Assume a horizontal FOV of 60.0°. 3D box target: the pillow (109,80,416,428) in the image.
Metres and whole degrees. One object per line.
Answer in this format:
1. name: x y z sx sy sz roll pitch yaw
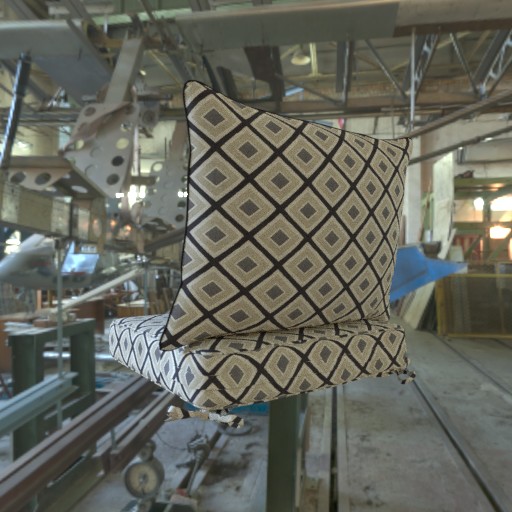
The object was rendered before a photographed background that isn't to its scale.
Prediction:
1. pillow: 0.000 0.000 1.350 0.798 0.722 0.733 0 0 -35
